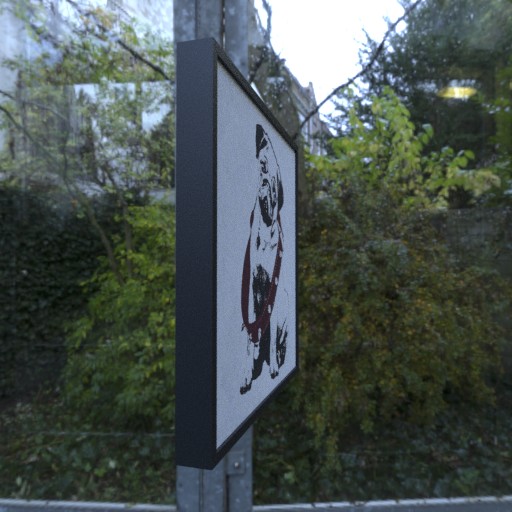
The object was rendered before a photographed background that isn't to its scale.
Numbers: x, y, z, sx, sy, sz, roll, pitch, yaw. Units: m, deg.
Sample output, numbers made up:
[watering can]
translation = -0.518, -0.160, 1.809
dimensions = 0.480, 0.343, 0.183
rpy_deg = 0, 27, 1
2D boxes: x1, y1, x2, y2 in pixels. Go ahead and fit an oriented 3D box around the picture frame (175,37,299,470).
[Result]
[picture frame]
translation = 0.000, 0.000, 0.480
dimensions = 0.030, 0.317, 0.317
rpy_deg = 0, -1, 17
